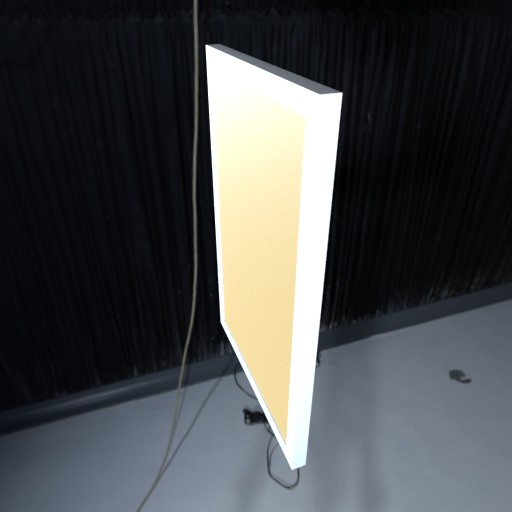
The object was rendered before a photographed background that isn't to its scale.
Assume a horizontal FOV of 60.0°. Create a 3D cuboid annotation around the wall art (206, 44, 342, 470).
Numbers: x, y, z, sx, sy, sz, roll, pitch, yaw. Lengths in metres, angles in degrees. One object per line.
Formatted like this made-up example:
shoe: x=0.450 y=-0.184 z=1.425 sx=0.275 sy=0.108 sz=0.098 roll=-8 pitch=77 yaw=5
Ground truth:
wall art: x=0.000 y=0.000 z=1.131 sx=0.039 sy=0.915 sz=0.612 roll=-11 pitch=34 yaw=-18
